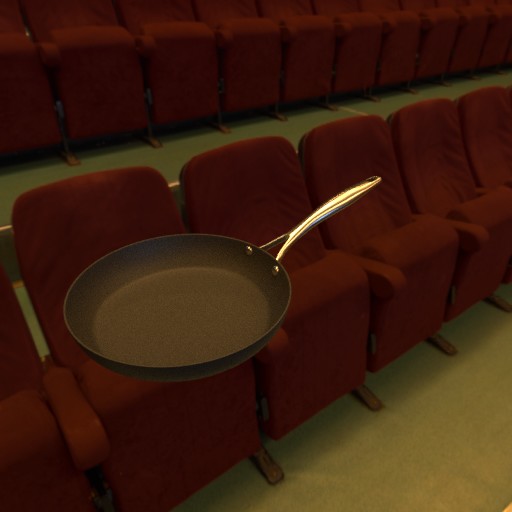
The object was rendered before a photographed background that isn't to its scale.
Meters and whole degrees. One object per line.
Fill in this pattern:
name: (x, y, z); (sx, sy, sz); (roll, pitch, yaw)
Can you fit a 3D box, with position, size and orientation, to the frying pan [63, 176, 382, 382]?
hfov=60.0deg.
frying pan: (0.000, 0.000, 0.567); (0.472, 0.105, 0.255); (-21, 37, -31)
